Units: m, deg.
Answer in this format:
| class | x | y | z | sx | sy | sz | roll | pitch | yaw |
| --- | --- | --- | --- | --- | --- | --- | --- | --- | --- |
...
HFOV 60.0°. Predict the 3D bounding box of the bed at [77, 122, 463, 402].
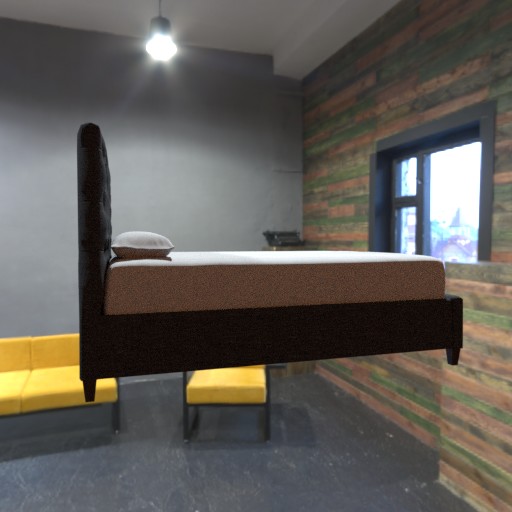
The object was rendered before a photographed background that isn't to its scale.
| class | x | y | z | sx | sy | sz | roll | pitch | yaw |
| --- | --- | --- | --- | --- | --- | --- | --- | --- | --- |
| bed | 0.000 | 0.000 | 3.371 | 2.387 | 1.427 | 1.698 | -1 | 2 | -17 |
